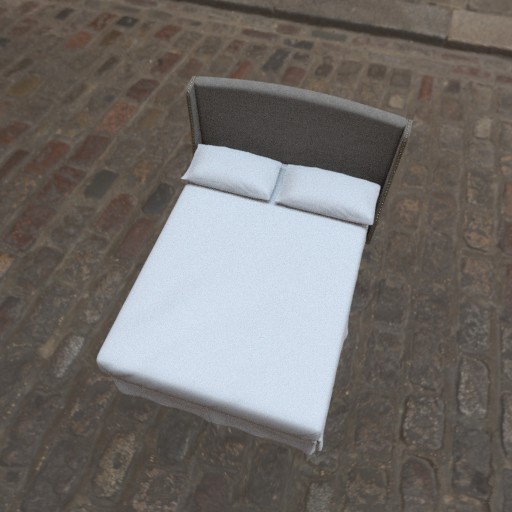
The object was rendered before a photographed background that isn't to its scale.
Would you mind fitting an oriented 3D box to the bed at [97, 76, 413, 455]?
[{"bbox_3d":[0.000,0.000,3.328,1.710,1.407,2.237,15,59,9],"label":"bed"}]
